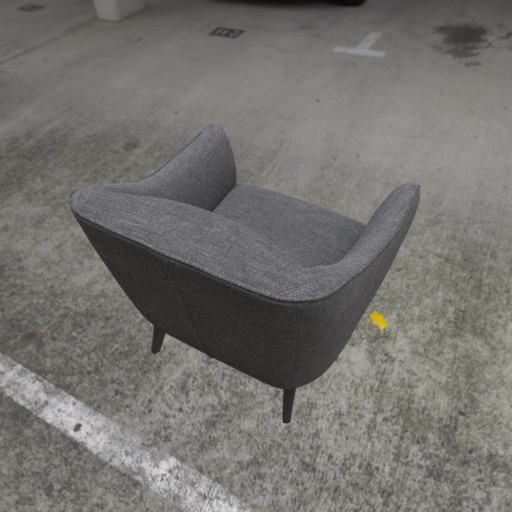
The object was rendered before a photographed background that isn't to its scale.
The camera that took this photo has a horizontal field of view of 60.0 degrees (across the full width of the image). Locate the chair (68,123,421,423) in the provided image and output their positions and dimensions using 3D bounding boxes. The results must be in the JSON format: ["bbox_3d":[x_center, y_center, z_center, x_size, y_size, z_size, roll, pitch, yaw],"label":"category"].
[{"bbox_3d":[0.000,0.000,1.540,0.870,0.829,0.851,22,50,19],"label":"chair"}]
